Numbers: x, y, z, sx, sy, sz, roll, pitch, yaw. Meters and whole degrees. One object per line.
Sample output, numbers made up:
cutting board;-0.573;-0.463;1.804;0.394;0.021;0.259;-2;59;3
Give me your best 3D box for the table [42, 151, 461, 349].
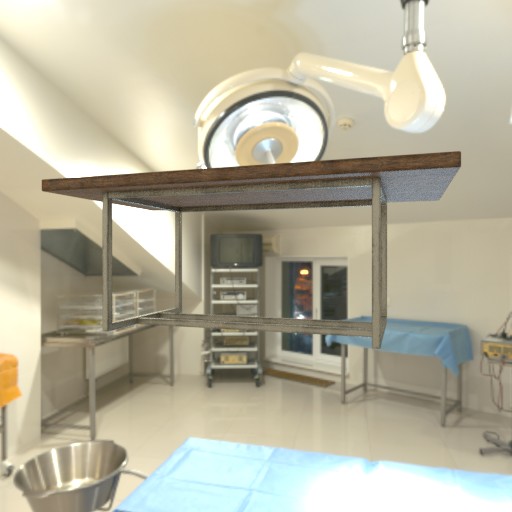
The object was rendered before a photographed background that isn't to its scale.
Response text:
table;0.000;0.000;2.496;1.989;0.795;1.078;0;0;18
